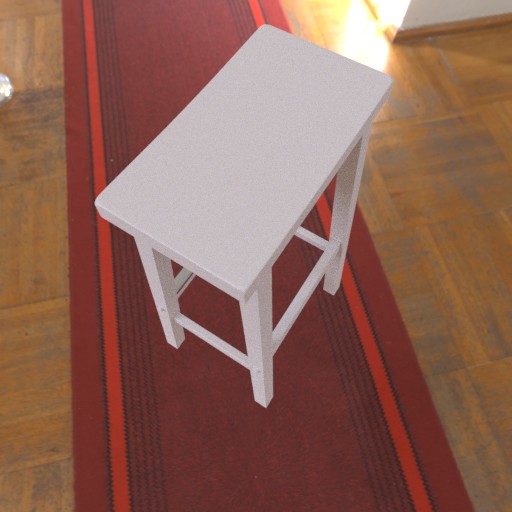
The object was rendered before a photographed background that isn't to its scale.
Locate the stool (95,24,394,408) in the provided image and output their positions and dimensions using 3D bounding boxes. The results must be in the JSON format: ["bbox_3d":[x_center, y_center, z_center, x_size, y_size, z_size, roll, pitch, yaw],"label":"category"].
[{"bbox_3d":[0.000,0.000,0.936,0.322,0.742,0.406,30,67,14],"label":"stool"}]
